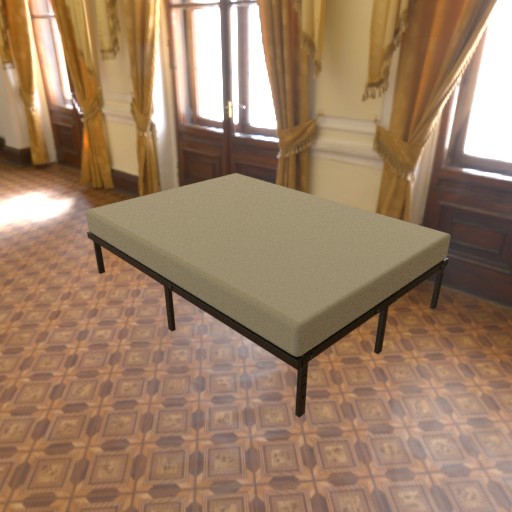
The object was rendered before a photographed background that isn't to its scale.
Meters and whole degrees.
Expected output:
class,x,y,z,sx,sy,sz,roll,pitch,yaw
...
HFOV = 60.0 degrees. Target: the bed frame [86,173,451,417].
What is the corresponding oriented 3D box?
class,x,y,z,sx,sy,sz,roll,pitch,yaw
bed frame,0.000,0.000,3.965,2.205,0.680,2.842,-18,31,-33
